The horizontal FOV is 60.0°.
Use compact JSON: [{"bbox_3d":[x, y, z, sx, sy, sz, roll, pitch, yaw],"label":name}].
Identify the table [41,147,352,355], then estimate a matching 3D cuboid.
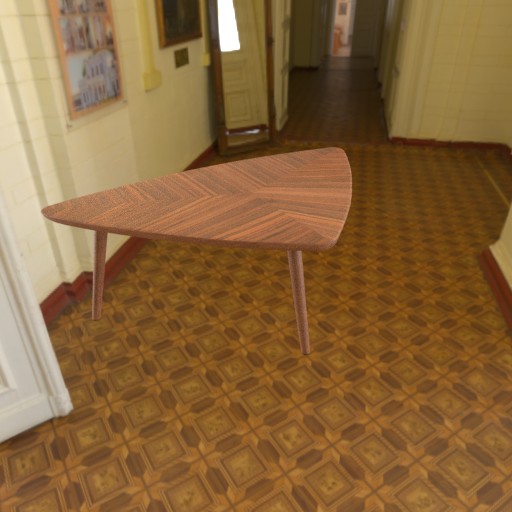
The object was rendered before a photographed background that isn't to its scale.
[{"bbox_3d":[0.000,0.000,1.287,1.008,0.365,0.601,-18,35,-28],"label":"table"}]
